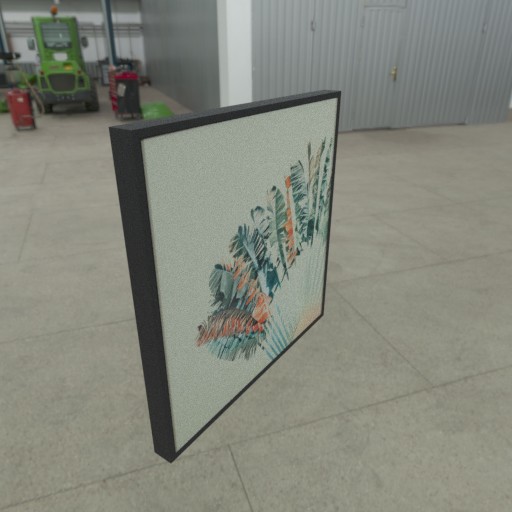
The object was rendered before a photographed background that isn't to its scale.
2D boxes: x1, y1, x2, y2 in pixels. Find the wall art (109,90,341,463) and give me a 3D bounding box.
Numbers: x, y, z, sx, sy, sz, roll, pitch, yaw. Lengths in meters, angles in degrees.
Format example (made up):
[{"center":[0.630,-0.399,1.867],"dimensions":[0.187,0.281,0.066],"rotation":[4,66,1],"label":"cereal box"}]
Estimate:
[{"center":[0.000,0.000,0.776],"dimensions":[0.037,0.507,0.509],"rotation":[17,31,31],"label":"wall art"}]
